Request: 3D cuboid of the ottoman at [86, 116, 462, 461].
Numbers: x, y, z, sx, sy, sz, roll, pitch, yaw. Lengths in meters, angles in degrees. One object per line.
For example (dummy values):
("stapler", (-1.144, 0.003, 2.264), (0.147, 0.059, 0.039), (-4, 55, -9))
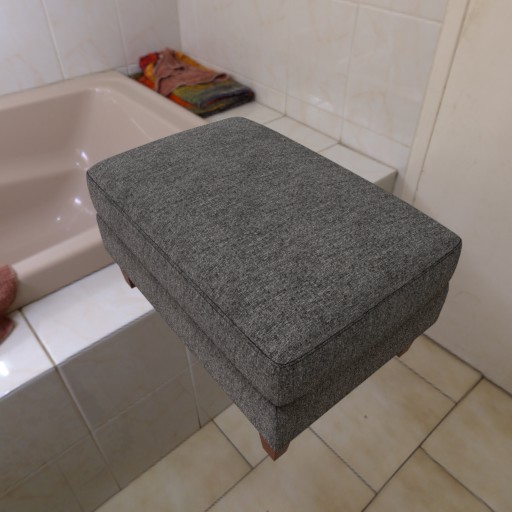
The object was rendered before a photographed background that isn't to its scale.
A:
("ottoman", (0.000, 0.000, 1.229), (0.584, 0.483, 0.864), (-28, 49, -28))
